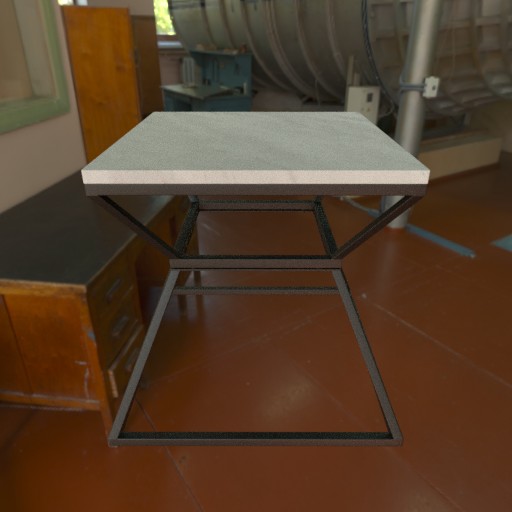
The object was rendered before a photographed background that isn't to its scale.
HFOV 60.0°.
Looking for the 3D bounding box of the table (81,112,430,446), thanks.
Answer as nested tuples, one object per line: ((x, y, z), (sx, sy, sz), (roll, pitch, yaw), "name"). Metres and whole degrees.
((0.000, 0.000, 0.791), (0.455, 0.431, 0.455), (0, 27, 0), "table")
